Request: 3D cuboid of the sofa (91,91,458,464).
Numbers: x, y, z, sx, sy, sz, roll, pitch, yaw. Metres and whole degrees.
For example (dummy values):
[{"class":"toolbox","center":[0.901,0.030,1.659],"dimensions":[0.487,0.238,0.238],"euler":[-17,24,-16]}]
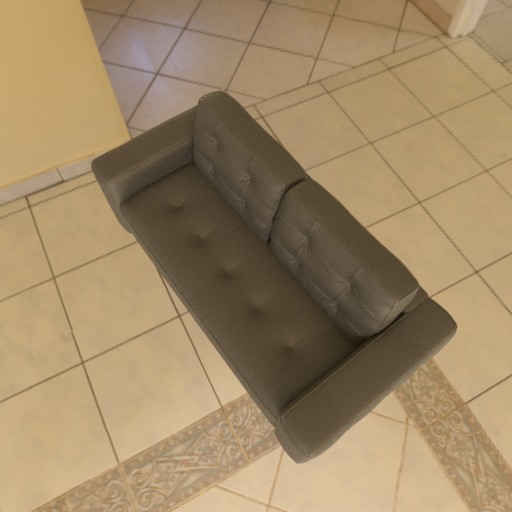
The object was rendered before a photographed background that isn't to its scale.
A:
[{"class":"sofa","center":[0.000,0.000,2.169],"dimensions":[0.833,0.892,1.726],"euler":[-34,67,-16]}]
